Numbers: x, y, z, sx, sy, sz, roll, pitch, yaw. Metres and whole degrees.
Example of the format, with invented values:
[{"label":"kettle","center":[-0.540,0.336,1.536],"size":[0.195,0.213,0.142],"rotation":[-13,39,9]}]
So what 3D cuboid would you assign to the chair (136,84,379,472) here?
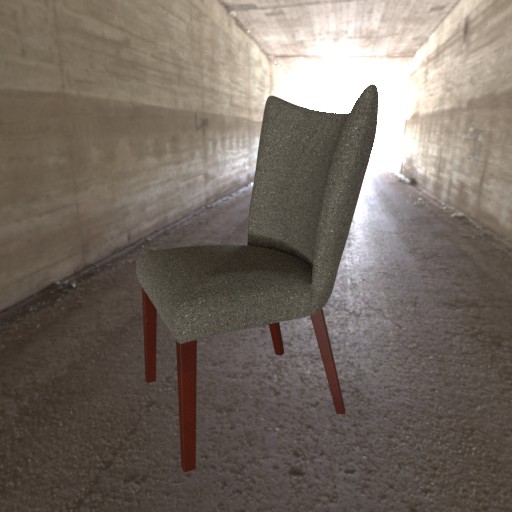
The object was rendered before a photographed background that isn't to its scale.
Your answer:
[{"label":"chair","center":[0.000,0.000,1.301],"size":[0.623,0.924,0.535],"rotation":[-8,18,-24]}]
